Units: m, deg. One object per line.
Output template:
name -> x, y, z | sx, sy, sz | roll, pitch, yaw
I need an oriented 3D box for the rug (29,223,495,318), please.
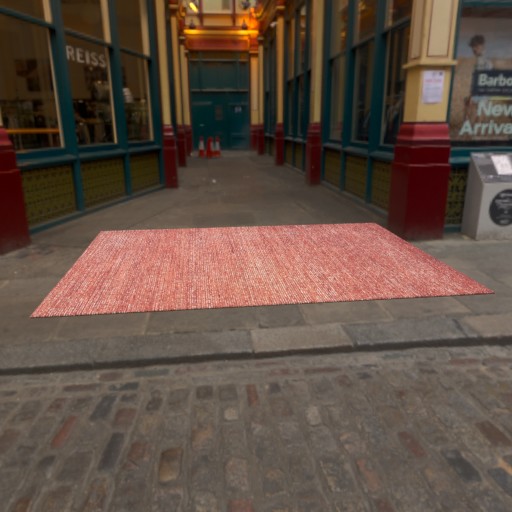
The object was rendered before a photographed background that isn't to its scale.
rug -> 0.000, 0.000, 5.051 | 3.965, 0.025, 2.803 | -2, 17, -7
